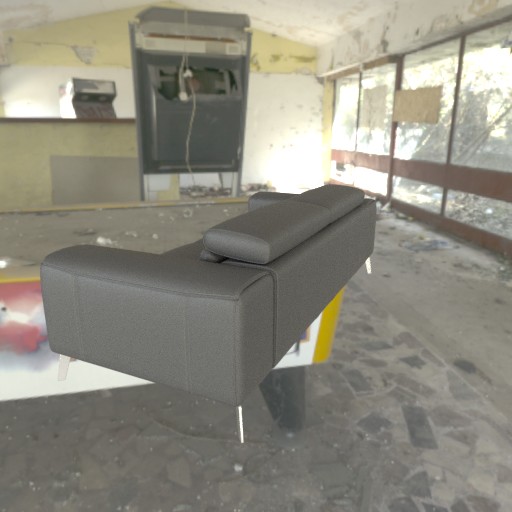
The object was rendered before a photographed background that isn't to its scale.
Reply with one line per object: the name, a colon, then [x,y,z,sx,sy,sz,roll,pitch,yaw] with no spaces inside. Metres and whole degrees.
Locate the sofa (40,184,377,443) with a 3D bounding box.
sofa: [0.000,0.000,2.758,1.023,0.759,2.321,8,18,25]
